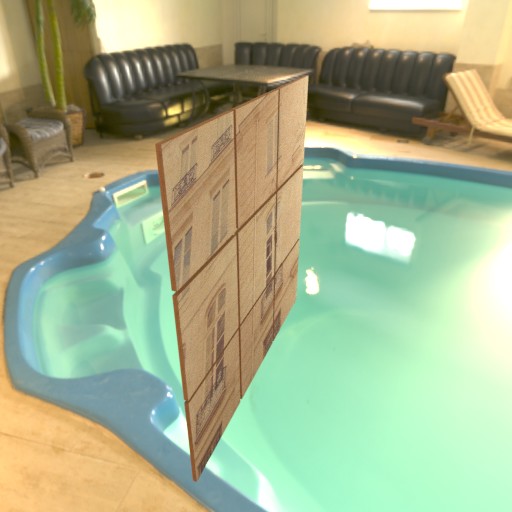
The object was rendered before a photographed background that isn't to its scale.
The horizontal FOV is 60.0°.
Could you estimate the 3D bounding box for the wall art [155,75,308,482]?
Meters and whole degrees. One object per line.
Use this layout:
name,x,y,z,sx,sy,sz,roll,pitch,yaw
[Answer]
wall art,0.000,0.000,1.341,0.018,0.913,0.915,11,31,19
